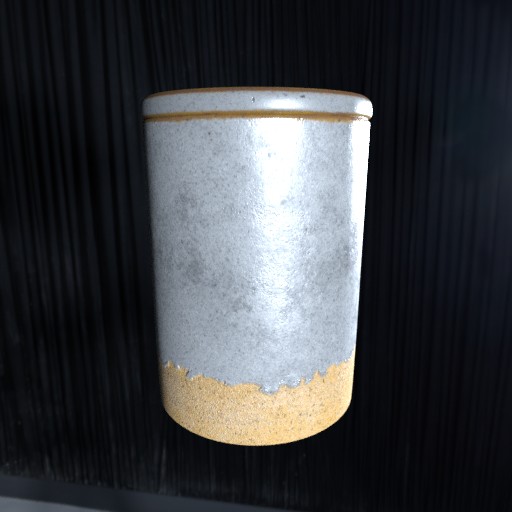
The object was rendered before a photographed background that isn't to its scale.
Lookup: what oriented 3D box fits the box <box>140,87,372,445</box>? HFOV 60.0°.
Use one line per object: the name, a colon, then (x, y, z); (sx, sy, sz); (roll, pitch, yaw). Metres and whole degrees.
box: (0.000, 0.000, 0.251); (0.118, 0.168, 0.118); (0, 14, 0)
